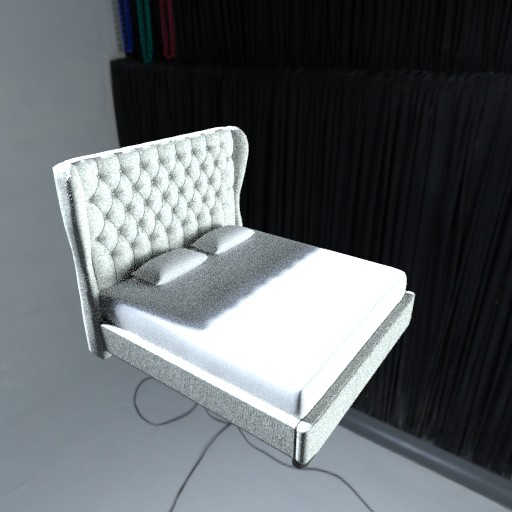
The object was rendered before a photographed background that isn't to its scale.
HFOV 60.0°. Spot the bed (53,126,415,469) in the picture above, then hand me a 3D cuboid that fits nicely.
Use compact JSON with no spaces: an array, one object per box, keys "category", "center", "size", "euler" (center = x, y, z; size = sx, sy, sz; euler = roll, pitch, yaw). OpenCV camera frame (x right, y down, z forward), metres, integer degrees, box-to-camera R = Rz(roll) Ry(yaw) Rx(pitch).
[{"category":"bed","center":[0.000,0.000,3.940],"size":[2.347,1.771,2.219],"euler":[17,31,32]}]
